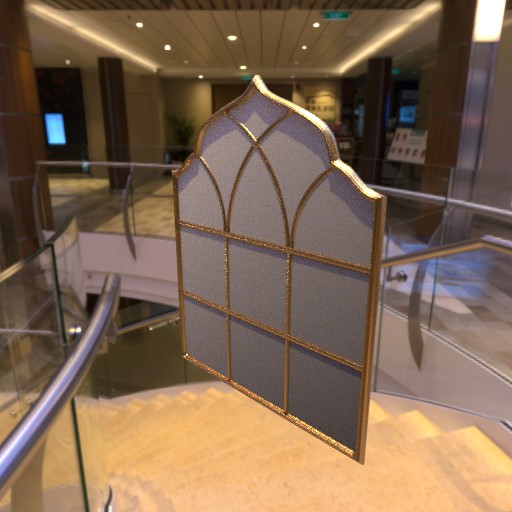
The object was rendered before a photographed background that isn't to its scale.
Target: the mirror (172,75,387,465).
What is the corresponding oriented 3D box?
[{"bbox_3d":[0.000,0.000,0.836,0.513,0.635,0.018,16,23,43],"label":"mirror"}]
